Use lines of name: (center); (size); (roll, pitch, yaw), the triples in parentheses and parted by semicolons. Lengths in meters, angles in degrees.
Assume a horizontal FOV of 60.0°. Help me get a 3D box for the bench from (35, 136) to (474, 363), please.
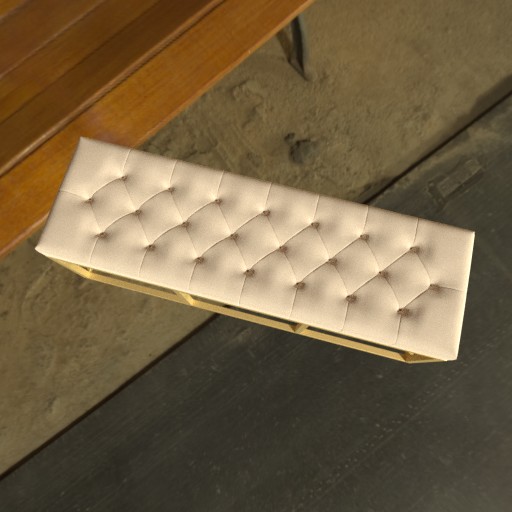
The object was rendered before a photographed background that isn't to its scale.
bench: (0.000, 0.000, 1.751); (1.473, 0.484, 0.457); (14, 76, 4)
